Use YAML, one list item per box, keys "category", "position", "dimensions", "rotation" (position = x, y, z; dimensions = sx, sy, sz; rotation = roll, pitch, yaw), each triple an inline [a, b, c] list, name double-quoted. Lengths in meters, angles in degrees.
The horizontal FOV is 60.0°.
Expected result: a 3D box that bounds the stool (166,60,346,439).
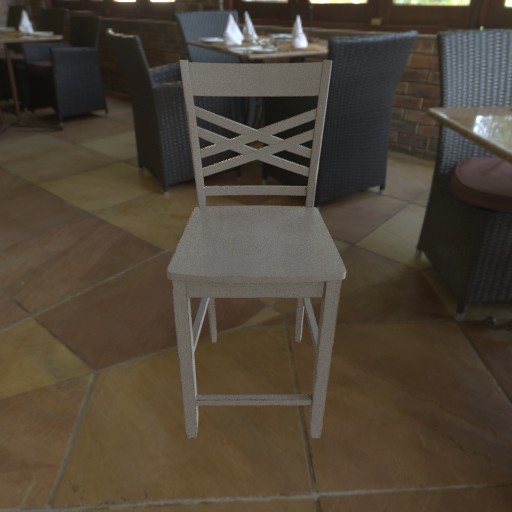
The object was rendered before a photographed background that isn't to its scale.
- category: "stool"
  position: [0.000, 0.000, 1.393]
  dimensions: [0.462, 1.079, 0.539]
  rotation: [0, 31, 0]
